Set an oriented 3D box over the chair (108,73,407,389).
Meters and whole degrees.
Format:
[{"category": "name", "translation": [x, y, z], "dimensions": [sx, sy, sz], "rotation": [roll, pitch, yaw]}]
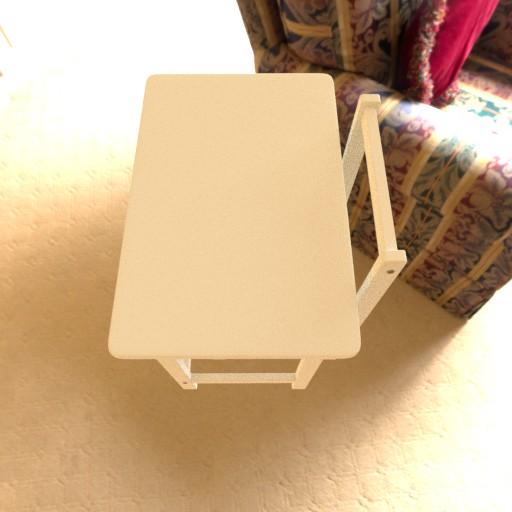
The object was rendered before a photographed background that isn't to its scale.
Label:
[{"category": "chair", "translation": [0.000, 0.000, 1.050], "dimensions": [0.461, 0.673, 0.599], "rotation": [0, 64, 0]}]
